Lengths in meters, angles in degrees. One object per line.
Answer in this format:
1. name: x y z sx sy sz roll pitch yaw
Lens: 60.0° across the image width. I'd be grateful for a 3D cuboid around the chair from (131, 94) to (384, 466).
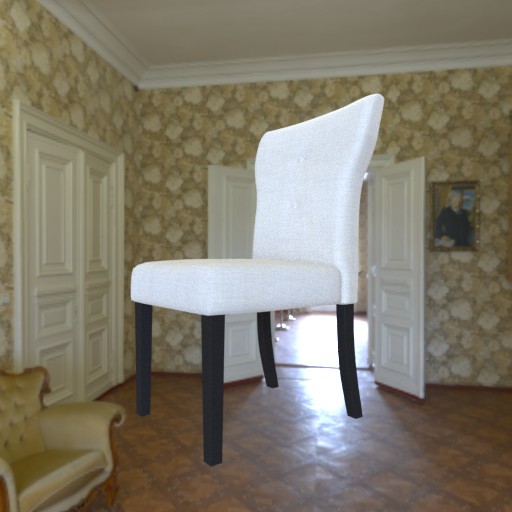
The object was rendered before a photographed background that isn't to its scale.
1. chair: 0.000 0.000 1.288 0.597 0.921 0.509 0 -1 -37
